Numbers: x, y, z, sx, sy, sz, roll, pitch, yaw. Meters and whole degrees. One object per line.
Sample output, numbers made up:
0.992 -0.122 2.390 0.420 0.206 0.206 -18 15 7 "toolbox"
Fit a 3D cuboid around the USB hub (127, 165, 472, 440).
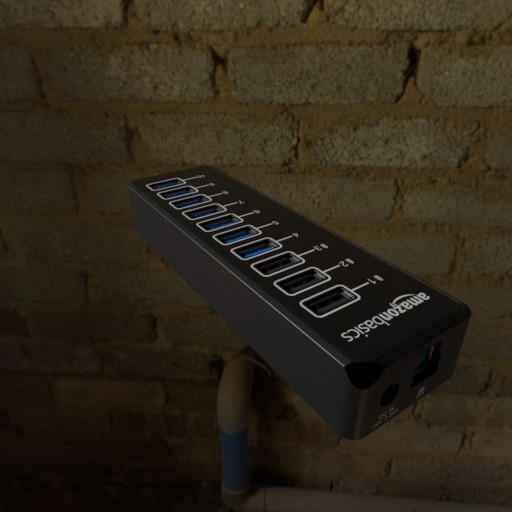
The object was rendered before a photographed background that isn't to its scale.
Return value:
0.000 0.000 0.164 0.044 0.023 0.145 -19 35 -29 "USB hub"
